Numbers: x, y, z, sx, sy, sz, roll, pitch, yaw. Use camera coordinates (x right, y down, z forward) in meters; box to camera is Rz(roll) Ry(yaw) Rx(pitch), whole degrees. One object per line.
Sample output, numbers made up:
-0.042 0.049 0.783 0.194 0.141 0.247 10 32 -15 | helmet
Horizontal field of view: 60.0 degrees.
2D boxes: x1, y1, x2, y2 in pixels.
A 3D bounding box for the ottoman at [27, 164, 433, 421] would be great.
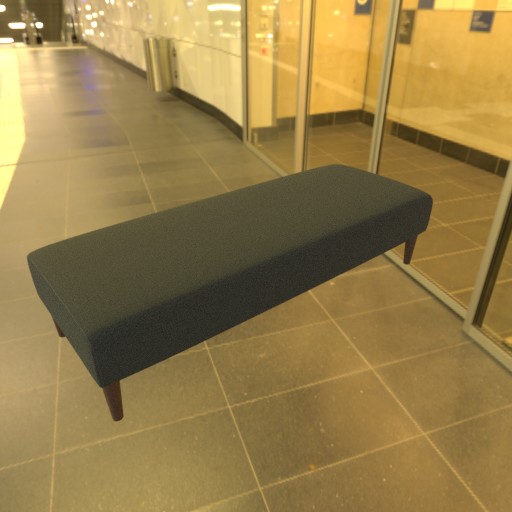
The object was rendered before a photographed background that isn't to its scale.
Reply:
0.000 0.000 1.867 1.609 0.393 0.646 -22 36 -33 | ottoman
